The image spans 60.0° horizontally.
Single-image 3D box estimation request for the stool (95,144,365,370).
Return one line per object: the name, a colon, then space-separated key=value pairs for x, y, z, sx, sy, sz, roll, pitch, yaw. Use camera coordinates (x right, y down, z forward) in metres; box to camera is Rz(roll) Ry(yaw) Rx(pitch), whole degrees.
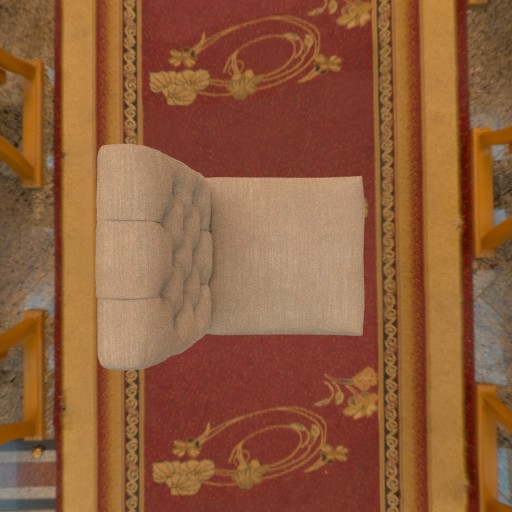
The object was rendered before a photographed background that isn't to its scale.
stool: x=0.000 y=0.000 z=1.424 sx=0.660 sy=1.084 sz=0.486 roll=0 pitch=90 yaw=0
